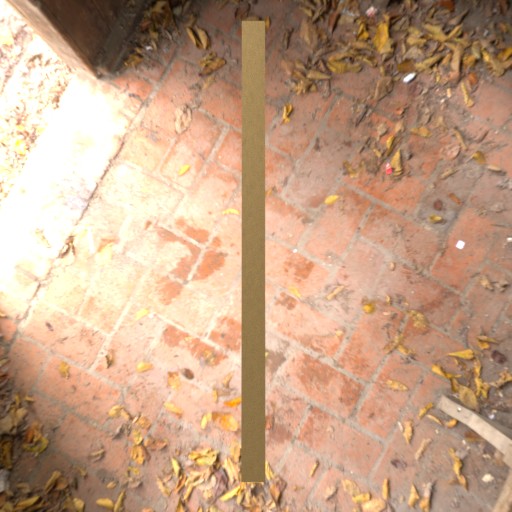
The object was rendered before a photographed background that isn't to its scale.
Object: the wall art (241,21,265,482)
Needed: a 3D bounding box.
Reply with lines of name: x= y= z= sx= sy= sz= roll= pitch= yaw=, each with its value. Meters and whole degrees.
wall art: x=0.000 y=0.000 z=2.812 sx=0.099 sy=1.926 sz=1.926 roll=0 pitch=88 yaw=1
